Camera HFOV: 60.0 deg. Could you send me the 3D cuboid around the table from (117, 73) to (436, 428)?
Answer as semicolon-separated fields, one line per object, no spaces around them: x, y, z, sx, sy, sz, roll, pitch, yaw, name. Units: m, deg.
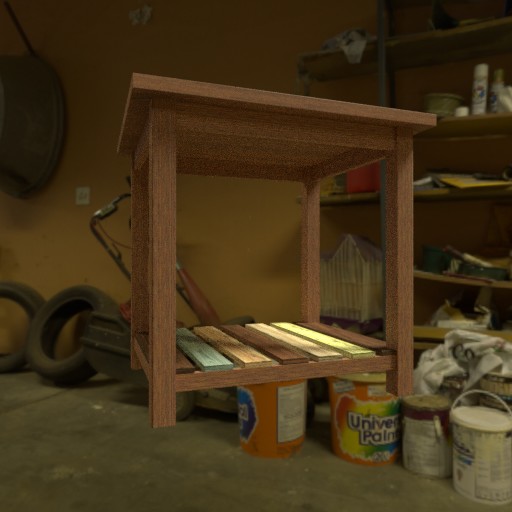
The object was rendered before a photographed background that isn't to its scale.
0.000;0.000;1.146;0.660;0.635;0.559;0;0;-20;table
